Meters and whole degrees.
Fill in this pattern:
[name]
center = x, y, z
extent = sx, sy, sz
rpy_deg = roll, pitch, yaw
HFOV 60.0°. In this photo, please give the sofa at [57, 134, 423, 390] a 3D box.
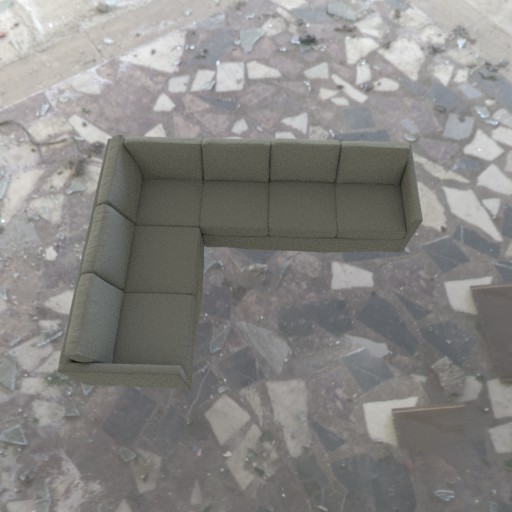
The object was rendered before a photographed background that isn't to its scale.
[sofa]
center = 0.000, 0.000, 4.320
extent = 3.182, 0.871, 2.432
rpy_deg = 1, 65, 1
